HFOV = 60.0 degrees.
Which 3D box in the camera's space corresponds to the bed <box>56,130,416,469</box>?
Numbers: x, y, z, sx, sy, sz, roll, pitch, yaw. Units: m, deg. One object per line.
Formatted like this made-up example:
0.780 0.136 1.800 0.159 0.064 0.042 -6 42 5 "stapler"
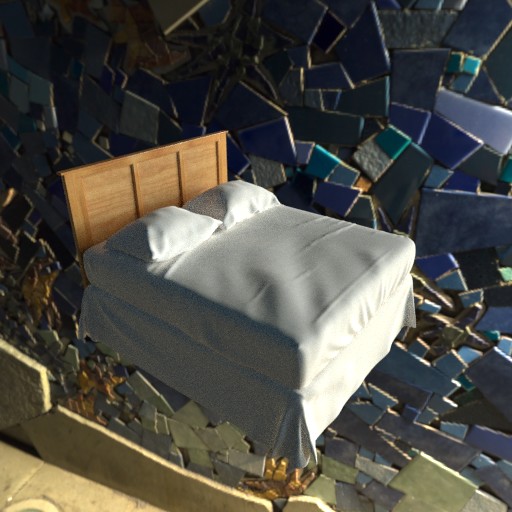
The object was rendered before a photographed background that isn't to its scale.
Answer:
0.000 0.000 3.201 2.035 1.273 1.870 19 33 32 "bed"
